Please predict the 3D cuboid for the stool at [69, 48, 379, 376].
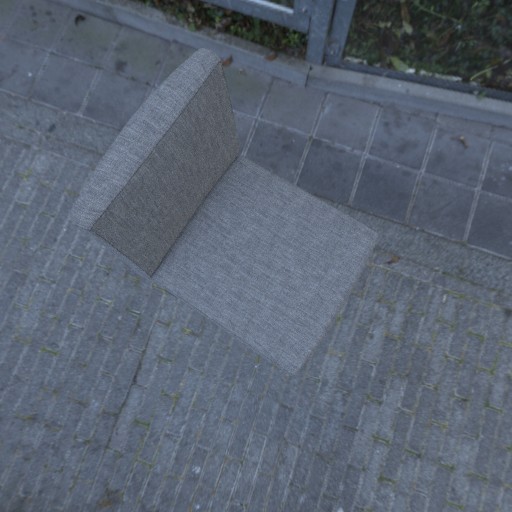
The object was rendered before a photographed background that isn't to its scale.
[{"bbox_3d":[0.000,0.000,1.252,0.552,0.966,0.451,32,78,8],"label":"stool"}]
